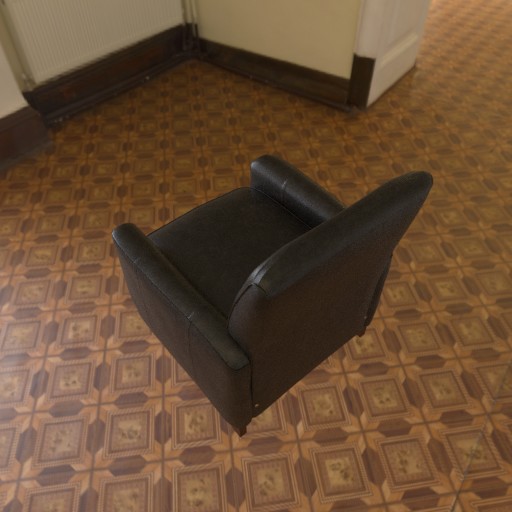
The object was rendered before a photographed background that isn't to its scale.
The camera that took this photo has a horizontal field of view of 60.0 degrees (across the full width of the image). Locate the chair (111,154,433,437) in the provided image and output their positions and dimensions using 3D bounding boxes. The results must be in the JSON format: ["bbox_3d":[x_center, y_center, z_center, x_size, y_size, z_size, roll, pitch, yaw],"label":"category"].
[{"bbox_3d":[0.000,0.000,1.716,0.848,1.014,0.864,-32,54,-26],"label":"chair"}]
